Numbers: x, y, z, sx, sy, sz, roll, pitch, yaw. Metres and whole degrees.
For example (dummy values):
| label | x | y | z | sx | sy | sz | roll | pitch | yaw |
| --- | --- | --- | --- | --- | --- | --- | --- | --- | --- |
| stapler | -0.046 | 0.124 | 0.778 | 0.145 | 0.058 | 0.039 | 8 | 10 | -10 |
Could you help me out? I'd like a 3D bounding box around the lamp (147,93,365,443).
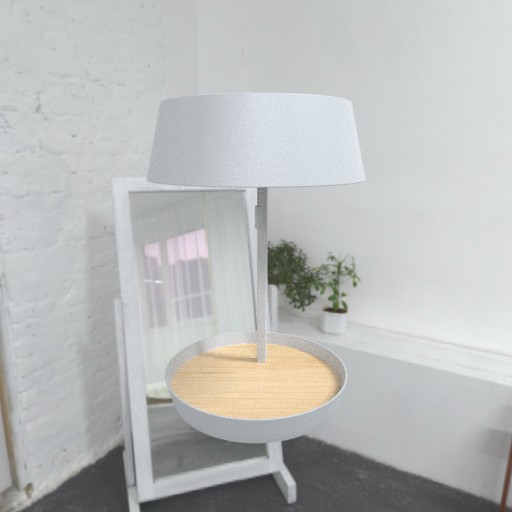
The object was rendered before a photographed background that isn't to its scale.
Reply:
| label | x | y | z | sx | sy | sz | roll | pitch | yaw |
| --- | --- | --- | --- | --- | --- | --- | --- | --- | --- |
| lamp | 0.000 | 0.000 | 0.631 | 0.291 | 0.429 | 0.291 | 0 | 14 | 0 |
